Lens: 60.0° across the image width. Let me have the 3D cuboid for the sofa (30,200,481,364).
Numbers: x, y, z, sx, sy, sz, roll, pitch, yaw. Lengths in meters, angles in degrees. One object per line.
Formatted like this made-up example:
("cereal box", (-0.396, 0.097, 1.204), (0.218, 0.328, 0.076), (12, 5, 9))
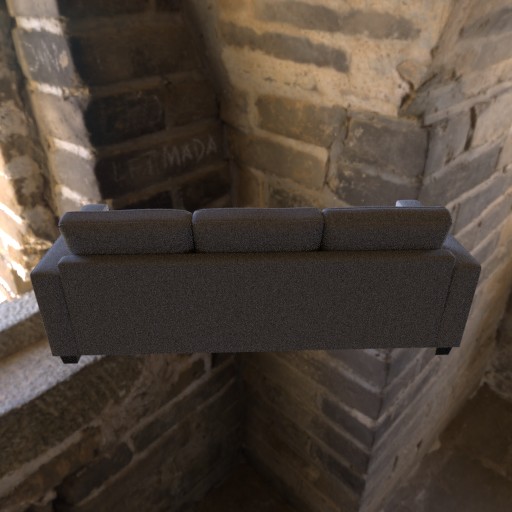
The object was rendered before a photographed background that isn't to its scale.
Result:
("sofa", (0.000, 0.000, 2.512), (2.120, 0.800, 0.900), (-1, 29, -2))
